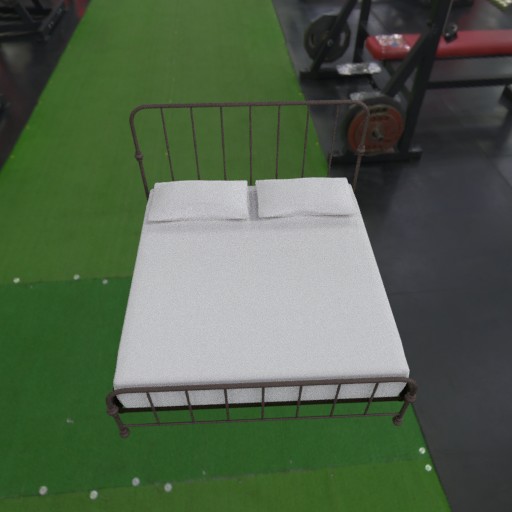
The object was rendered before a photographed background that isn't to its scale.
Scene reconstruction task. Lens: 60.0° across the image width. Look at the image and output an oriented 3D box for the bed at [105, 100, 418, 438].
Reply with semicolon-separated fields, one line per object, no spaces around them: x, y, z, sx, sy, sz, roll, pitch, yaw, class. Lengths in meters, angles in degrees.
0.000;0.000;3.393;2.044;1.446;2.134;-2;46;-2;bed
